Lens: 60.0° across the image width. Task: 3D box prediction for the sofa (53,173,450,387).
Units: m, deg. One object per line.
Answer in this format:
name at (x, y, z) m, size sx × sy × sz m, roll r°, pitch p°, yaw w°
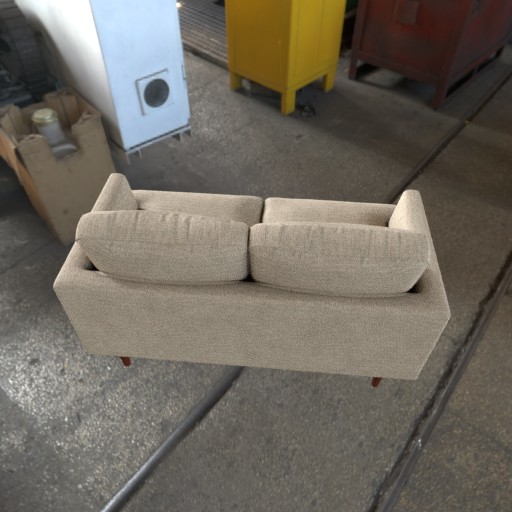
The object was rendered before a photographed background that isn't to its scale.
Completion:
sofa at (0.000, 0.000, 2.162) m, size 1.582 × 0.944 × 0.903 m, roll 4°, pitch 47°, yaw 4°
